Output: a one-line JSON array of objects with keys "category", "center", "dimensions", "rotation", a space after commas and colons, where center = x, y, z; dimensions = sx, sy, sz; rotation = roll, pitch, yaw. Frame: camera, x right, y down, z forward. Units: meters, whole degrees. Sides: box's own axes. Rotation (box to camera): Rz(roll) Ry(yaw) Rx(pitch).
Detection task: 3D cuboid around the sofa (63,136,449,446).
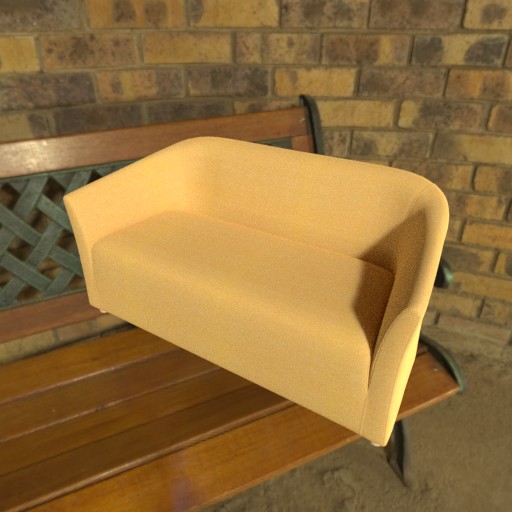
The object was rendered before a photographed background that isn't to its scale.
[{"category": "sofa", "center": [0.000, 0.000, 1.821], "dimensions": [1.452, 0.721, 0.705], "rotation": [18, 34, 29]}]
